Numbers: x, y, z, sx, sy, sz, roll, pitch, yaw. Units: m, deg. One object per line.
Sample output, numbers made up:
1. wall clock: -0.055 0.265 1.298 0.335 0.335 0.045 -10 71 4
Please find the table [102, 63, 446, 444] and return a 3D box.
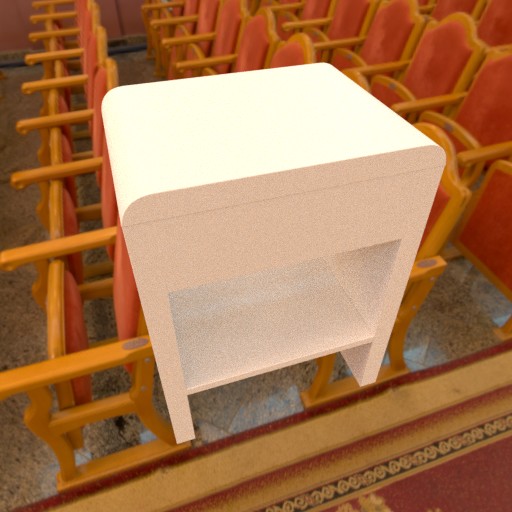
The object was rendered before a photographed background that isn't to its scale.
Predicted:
1. table: 0.000 0.000 0.869 0.450 0.590 0.350 -12 43 -14
